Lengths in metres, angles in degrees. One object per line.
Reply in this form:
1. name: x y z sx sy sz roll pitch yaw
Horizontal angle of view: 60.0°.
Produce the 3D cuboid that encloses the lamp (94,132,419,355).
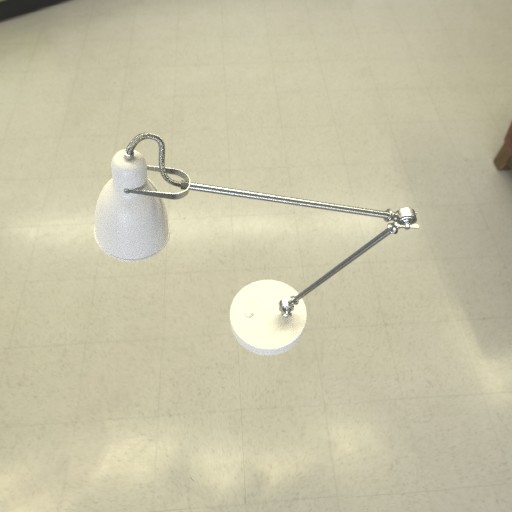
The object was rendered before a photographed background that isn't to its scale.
1. lamp: 0.000 0.000 0.858 0.561 0.587 0.187 -1 57 -1
